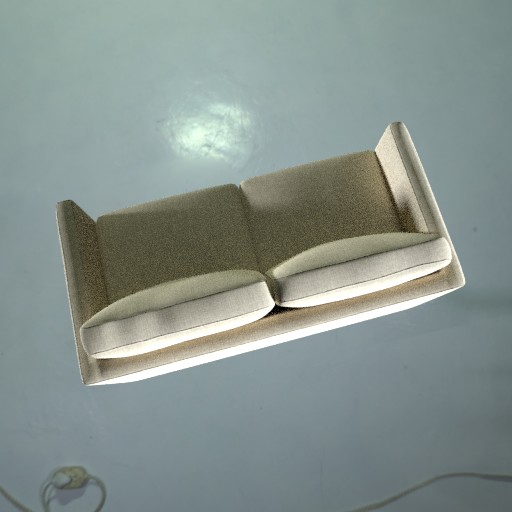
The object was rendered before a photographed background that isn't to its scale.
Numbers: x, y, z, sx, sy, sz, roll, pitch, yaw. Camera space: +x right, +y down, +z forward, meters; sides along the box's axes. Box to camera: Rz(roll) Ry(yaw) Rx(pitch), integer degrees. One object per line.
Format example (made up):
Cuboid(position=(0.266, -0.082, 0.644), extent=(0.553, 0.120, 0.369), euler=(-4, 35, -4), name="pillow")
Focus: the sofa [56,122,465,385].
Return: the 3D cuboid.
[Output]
Cuboid(position=(0.000, 0.000, 2.437), extent=(1.884, 0.963, 0.950), euler=(-14, 76, -4), name="sofa")
